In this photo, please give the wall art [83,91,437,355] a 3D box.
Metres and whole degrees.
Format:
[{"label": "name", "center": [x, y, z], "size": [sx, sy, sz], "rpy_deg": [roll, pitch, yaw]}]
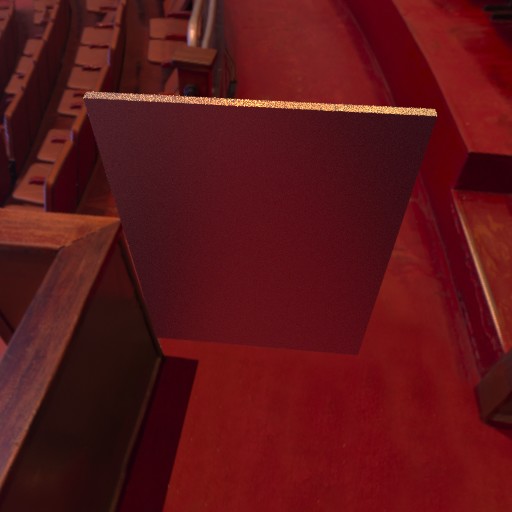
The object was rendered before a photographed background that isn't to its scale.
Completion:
[{"label": "wall art", "center": [0.000, 0.000, 1.412], "size": [0.816, 1.046, 0.030], "rpy_deg": [4, 48, 4]}]
